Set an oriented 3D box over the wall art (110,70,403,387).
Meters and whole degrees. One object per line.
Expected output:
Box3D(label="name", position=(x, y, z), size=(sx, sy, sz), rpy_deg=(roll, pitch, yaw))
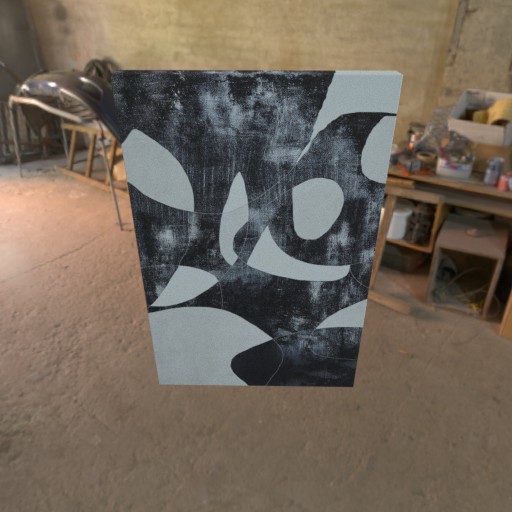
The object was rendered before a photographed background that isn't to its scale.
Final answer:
Box3D(label="wall art", position=(0.000, 0.000, 0.787), size=(0.407, 0.610, 0.039), rpy_deg=(1, 31, 1))
